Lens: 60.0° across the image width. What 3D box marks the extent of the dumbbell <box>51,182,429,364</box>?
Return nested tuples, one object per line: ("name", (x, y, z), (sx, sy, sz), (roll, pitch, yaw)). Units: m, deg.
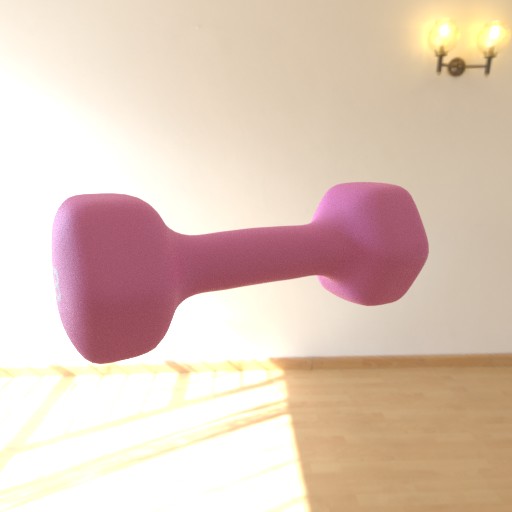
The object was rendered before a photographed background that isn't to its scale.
("dumbbell", (0.000, 0.000, 0.190), (0.159, 0.058, 0.064), (-7, 15, -27))
